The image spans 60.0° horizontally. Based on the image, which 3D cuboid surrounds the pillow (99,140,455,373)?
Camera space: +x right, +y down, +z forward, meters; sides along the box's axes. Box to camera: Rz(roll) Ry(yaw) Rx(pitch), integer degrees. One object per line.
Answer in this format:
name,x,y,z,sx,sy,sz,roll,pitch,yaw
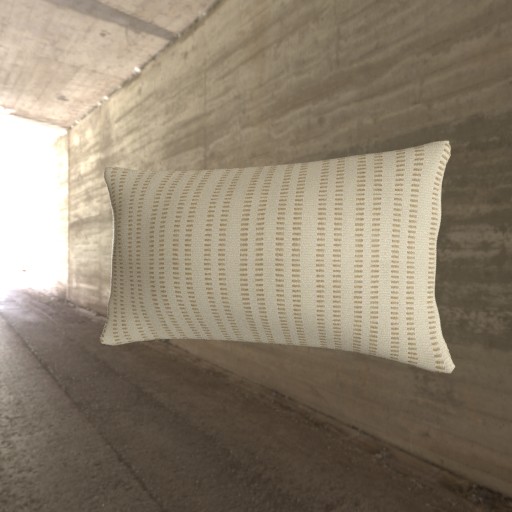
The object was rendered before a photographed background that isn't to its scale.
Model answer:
pillow,0.000,0.000,0.783,0.640,0.353,0.210,0,0,19
